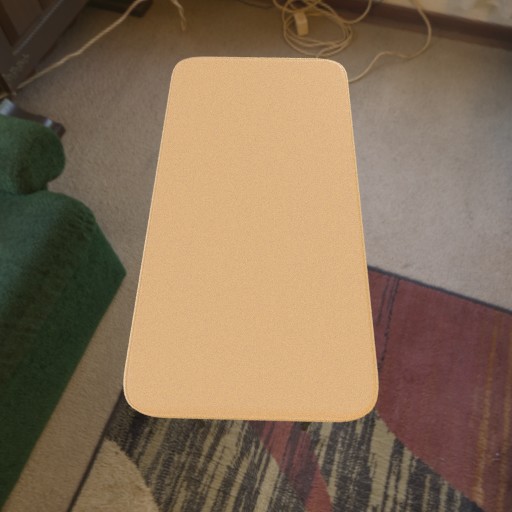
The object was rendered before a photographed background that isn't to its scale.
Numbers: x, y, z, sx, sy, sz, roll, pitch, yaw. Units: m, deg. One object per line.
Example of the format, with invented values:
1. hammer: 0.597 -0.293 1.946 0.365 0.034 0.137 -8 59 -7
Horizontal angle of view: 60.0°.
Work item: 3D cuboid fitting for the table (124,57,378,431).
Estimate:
1. table: 0.000 0.000 1.621 0.610 0.729 1.219 1 62 1
